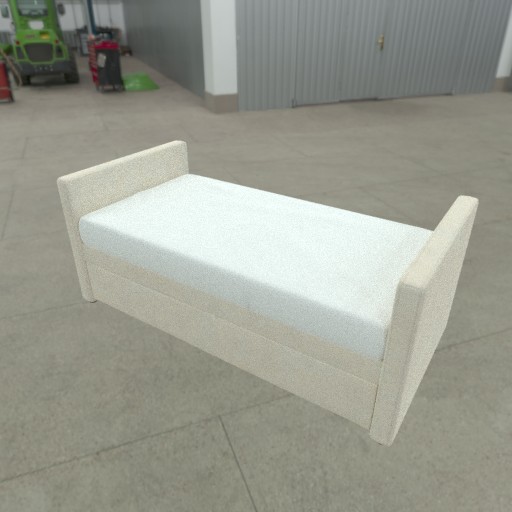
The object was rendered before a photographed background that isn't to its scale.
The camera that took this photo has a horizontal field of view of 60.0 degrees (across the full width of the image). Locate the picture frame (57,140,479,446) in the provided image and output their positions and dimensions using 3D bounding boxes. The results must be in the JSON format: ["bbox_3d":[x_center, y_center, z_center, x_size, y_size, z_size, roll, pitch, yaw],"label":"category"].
[{"bbox_3d":[0.000,0.000,2.708,2.161,0.891,1.069,18,34,29],"label":"picture frame"}]
